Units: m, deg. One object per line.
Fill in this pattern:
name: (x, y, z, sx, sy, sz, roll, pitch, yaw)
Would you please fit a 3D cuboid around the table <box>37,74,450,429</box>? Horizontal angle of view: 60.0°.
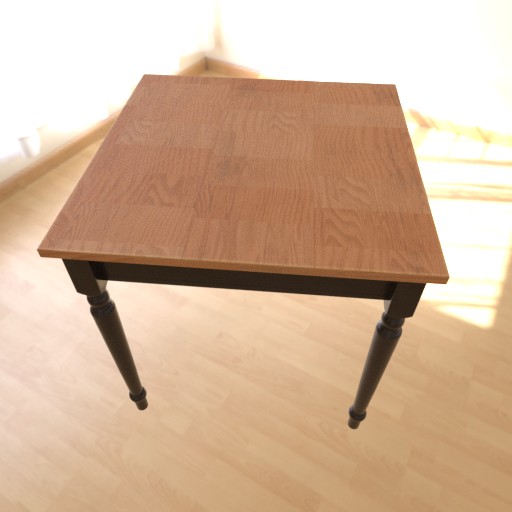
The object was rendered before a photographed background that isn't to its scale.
table: (0.000, 0.000, 1.318, 0.747, 0.738, 0.747, 4, 46, 4)
